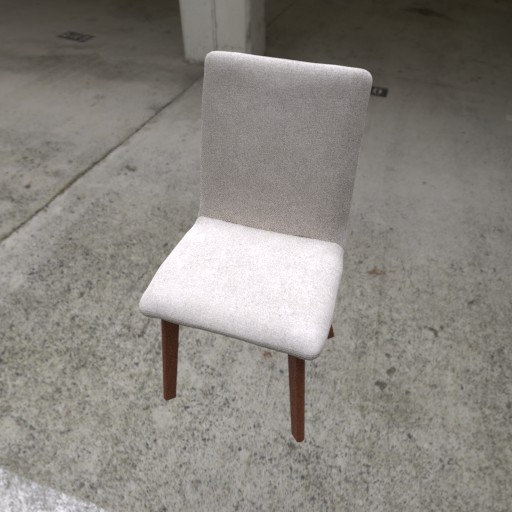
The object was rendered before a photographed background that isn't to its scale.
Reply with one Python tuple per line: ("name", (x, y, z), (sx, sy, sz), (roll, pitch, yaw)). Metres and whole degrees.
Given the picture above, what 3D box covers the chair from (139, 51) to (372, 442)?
("chair", (0.000, 0.000, 1.312), (0.522, 0.974, 0.563), (12, 43, 14))
